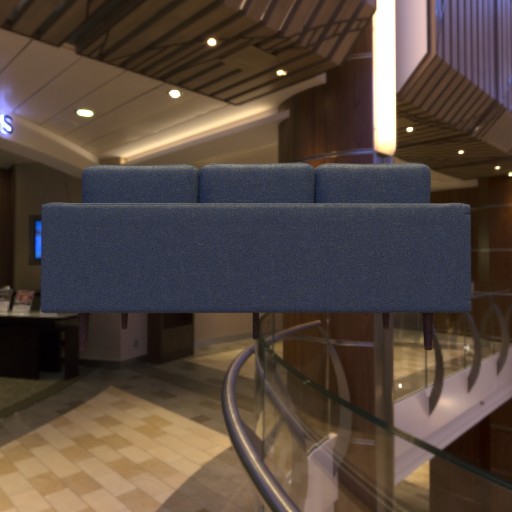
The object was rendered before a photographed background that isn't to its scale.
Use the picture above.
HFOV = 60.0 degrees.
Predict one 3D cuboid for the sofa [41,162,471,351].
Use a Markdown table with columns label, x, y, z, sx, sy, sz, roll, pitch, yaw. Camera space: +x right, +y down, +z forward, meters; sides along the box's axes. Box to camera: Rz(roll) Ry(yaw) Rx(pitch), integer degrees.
| label | x | y | z | sx | sy | sz | roll | pitch | yaw |
| --- | --- | --- | --- | --- | --- | --- | --- | --- | --- |
| sofa | 0.000 | 0.000 | 2.535 | 2.013 | 0.945 | 0.935 | 0 | -1 | 0 |
